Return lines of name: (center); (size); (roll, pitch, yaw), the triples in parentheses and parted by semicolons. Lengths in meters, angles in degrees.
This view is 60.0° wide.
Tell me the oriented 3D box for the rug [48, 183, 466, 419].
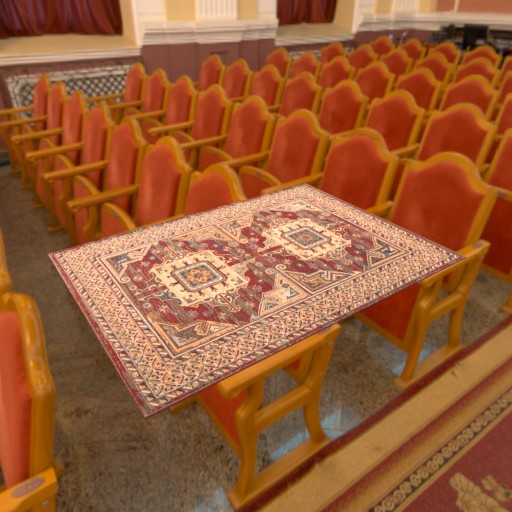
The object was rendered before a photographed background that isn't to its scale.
rug: (0.000, 0.000, 2.888); (2.210, 0.011, 1.599); (-20, 36, -30)
